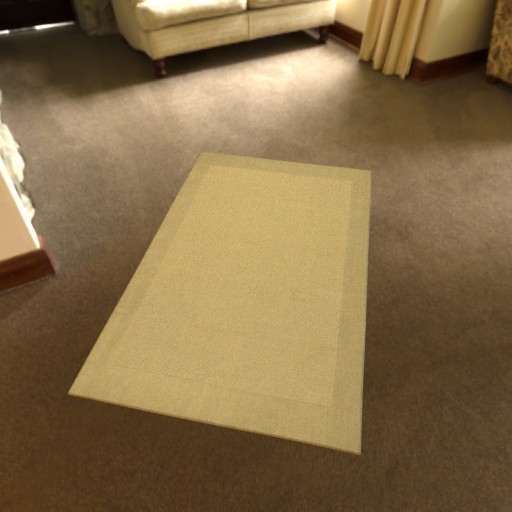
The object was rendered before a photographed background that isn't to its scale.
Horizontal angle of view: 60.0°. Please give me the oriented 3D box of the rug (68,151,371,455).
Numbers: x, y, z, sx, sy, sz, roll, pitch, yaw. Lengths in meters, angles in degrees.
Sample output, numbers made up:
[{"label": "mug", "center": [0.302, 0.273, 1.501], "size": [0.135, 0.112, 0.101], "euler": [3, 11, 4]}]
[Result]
[{"label": "rug", "center": [0.000, 0.000, 3.072], "size": [1.524, 0.014, 2.438], "euler": [8, 45, 8]}]
